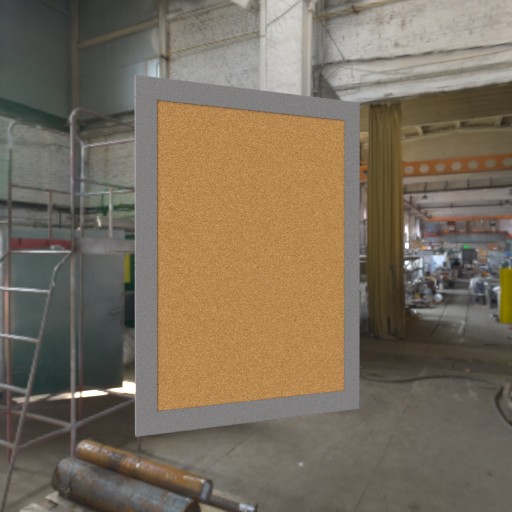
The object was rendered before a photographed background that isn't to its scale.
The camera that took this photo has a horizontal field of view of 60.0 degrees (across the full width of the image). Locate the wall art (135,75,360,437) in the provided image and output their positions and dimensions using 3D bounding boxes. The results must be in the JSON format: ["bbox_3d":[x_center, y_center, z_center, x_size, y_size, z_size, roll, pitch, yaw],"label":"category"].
[{"bbox_3d":[0.000,0.000,0.711,0.374,0.529,0.012,0,0,-19],"label":"wall art"}]
